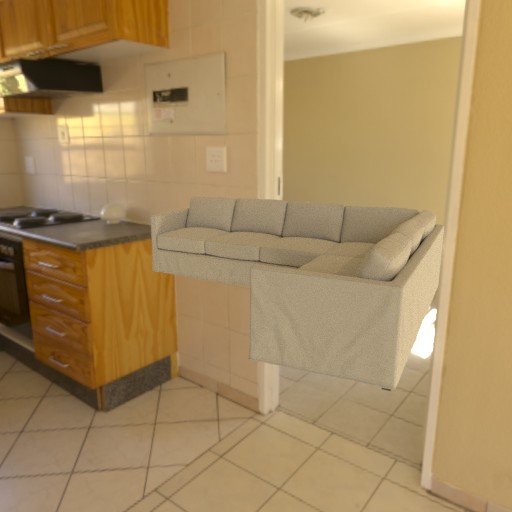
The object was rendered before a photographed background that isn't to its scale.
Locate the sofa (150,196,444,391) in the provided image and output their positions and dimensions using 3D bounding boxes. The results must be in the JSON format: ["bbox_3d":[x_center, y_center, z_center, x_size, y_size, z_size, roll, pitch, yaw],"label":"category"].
[{"bbox_3d":[0.000,0.000,4.349,3.182,0.871,2.432,7,15,27],"label":"sofa"}]
